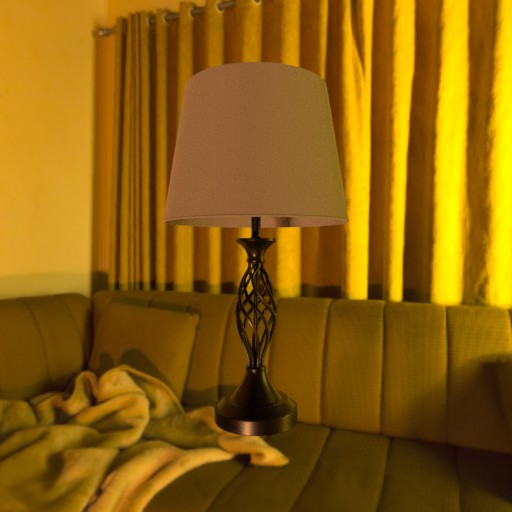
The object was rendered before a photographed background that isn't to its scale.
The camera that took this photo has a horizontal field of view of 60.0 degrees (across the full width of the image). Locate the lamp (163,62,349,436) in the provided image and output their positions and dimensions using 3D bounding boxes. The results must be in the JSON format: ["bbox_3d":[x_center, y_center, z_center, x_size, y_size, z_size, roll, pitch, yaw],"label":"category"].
[{"bbox_3d":[0.000,0.000,0.804,0.331,0.594,0.331,0,1,0],"label":"lamp"}]
